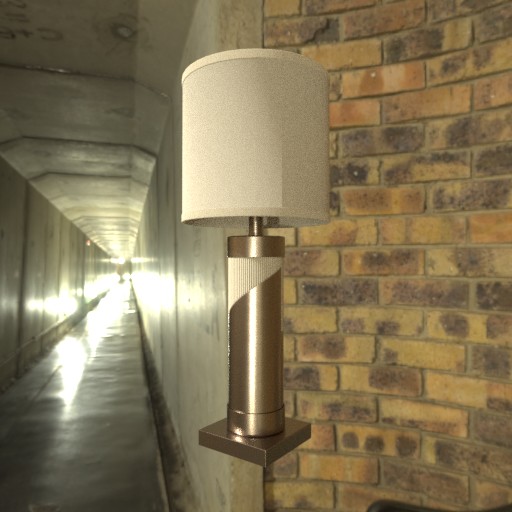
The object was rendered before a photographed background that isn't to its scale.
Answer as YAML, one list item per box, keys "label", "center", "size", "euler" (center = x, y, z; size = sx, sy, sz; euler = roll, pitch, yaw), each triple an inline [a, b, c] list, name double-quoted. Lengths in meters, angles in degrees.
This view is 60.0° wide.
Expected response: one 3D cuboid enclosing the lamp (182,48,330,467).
- label: "lamp"
  center: [0.000, 0.000, 0.611]
  size: [0.202, 0.509, 0.202]
  euler: [0, -1, 36]
